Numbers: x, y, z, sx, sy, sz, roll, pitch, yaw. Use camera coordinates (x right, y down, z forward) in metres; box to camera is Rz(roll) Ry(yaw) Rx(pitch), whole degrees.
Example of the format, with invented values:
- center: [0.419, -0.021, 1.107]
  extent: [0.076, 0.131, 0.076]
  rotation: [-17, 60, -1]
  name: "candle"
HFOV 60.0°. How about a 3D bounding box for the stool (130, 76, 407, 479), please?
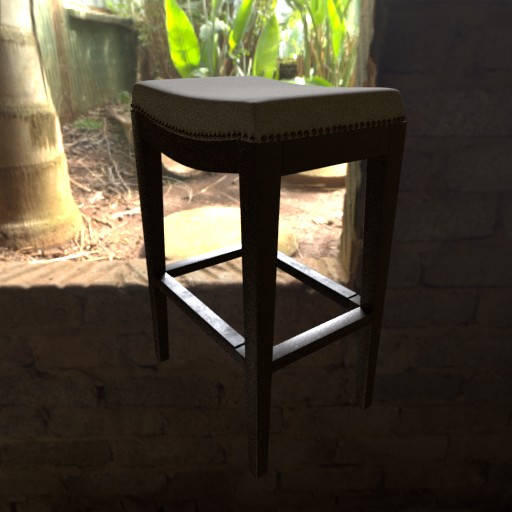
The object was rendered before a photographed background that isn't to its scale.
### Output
- center: [0.000, 0.000, 1.043]
  extent: [0.358, 0.759, 0.498]
  rotation: [-17, 31, -32]
  name: "stool"
